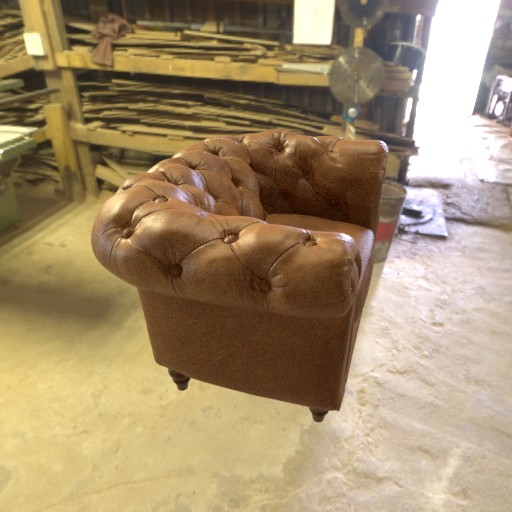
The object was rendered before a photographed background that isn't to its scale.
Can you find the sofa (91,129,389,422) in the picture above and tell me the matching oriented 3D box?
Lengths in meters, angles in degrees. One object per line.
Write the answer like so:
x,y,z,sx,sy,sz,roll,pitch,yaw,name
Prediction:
0.000,0.000,2.023,1.033,0.878,1.405,9,30,17,sofa
